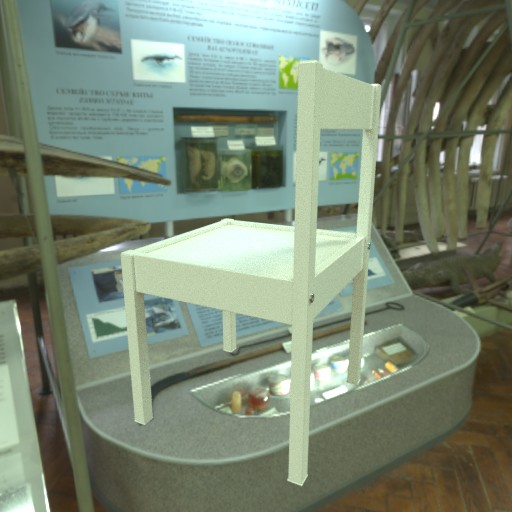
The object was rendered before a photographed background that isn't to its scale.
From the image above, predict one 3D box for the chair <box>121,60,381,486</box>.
[{"bbox_3d":[0.000,0.000,0.683,0.285,0.505,0.285,8,18,27],"label":"chair"}]
